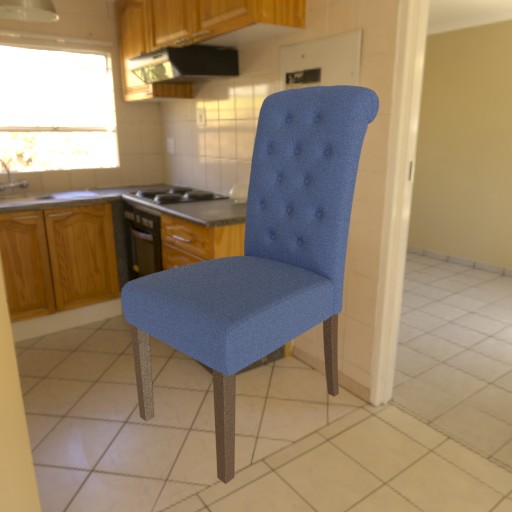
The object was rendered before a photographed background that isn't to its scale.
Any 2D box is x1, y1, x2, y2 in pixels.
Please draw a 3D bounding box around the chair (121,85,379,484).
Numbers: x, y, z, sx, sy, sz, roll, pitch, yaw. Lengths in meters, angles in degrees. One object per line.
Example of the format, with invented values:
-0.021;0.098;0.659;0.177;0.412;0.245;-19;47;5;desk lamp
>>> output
0.000;0.000;1.354;0.456;1.006;0.671;15;21;42;chair
